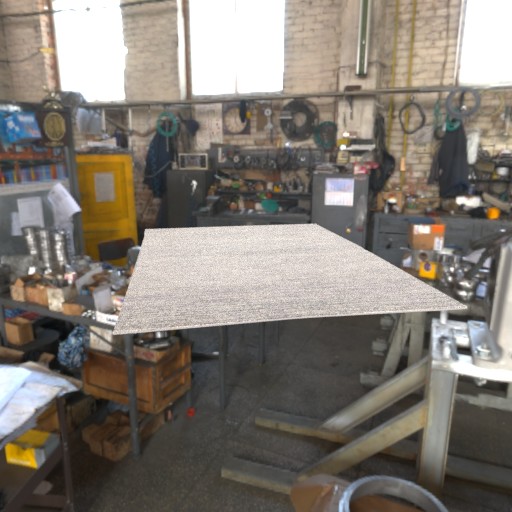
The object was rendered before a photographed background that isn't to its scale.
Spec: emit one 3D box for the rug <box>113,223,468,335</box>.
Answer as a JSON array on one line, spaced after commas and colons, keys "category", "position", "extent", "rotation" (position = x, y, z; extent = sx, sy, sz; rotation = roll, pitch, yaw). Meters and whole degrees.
[{"category": "rug", "position": [0.000, 0.000, 3.025], "extent": [1.604, 0.030, 2.307], "rotation": [-3, 14, -10]}]
